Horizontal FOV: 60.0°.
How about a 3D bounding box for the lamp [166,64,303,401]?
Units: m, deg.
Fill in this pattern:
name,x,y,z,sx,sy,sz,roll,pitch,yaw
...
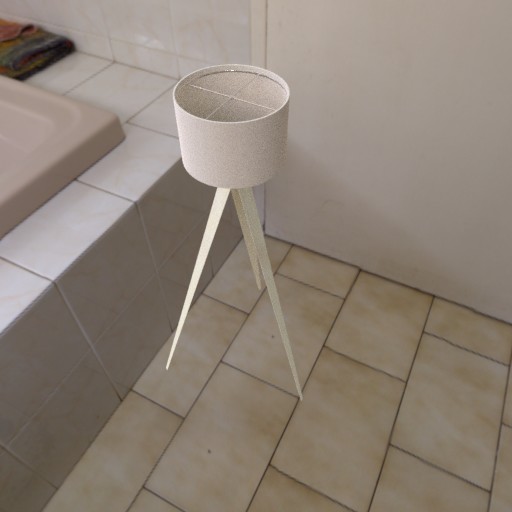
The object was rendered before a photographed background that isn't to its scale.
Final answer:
name,x,y,z,sx,sy,sz,roll,pitch,yaw
lamp,0.000,0.000,1.904,0.716,1.524,0.724,23,52,19
